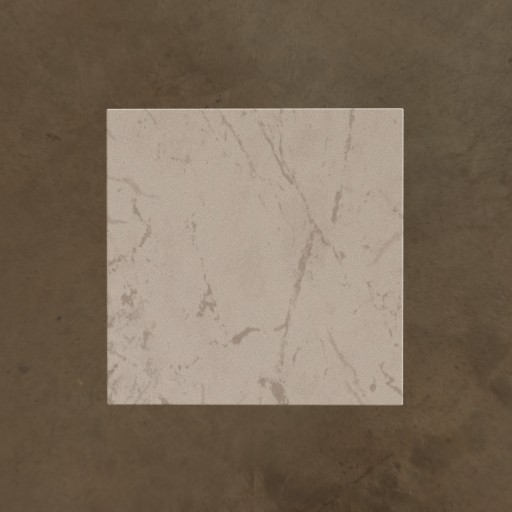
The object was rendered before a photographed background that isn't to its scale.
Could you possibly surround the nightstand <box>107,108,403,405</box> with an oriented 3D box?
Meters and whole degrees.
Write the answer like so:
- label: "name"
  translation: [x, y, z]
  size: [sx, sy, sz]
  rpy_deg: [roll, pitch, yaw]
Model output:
- label: "nightstand"
  translation: [0.000, 0.000, 0.882]
  size: [0.455, 0.554, 0.455]
  rpy_deg: [0, 90, 0]
